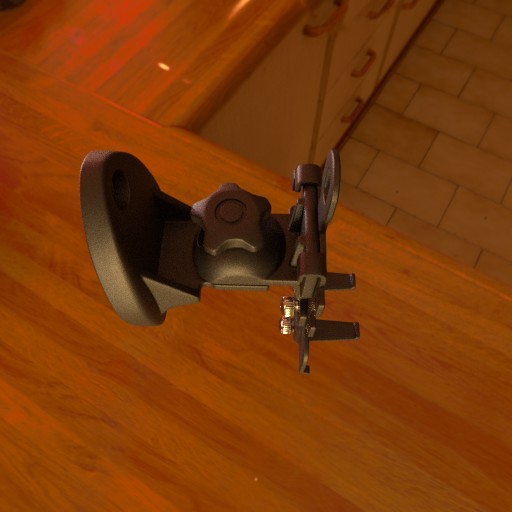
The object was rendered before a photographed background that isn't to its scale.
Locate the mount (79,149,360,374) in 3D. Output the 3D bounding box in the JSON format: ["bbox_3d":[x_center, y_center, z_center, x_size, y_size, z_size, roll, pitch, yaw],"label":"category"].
[{"bbox_3d":[0.000,0.000,0.174,0.100,0.118,0.066,1,63,1],"label":"mount"}]
